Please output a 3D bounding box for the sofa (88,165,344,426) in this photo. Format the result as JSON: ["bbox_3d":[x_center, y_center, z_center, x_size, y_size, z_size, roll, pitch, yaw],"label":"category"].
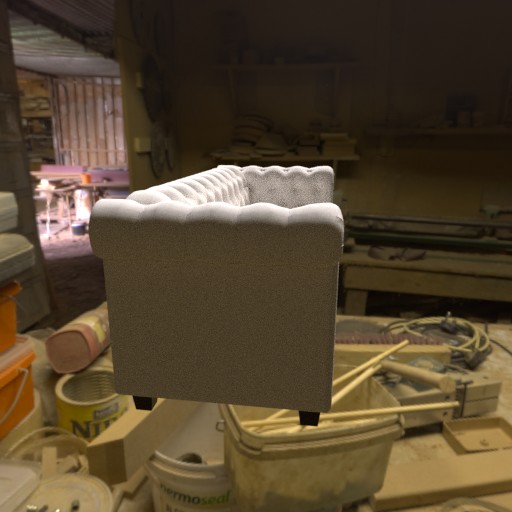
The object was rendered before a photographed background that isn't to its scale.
[{"bbox_3d":[0.000,0.000,2.212,0.771,0.796,1.798,2,15,8],"label":"sofa"}]
